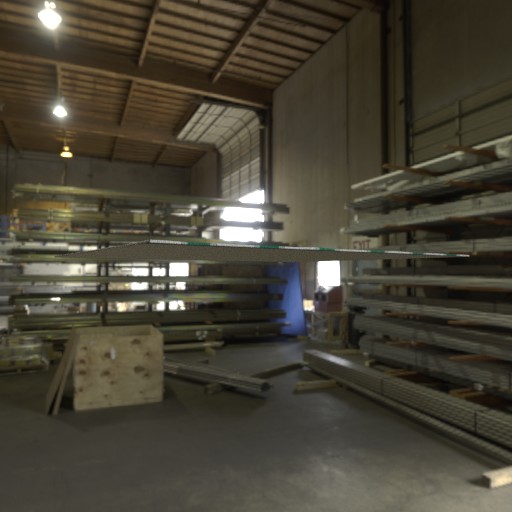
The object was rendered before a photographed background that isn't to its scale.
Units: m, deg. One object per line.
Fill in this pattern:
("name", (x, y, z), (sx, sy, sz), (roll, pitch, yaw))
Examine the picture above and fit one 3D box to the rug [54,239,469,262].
("rug", (0.000, 0.000, 4.138), (3.041, 0.019, 2.434), (2, -3, -35))
